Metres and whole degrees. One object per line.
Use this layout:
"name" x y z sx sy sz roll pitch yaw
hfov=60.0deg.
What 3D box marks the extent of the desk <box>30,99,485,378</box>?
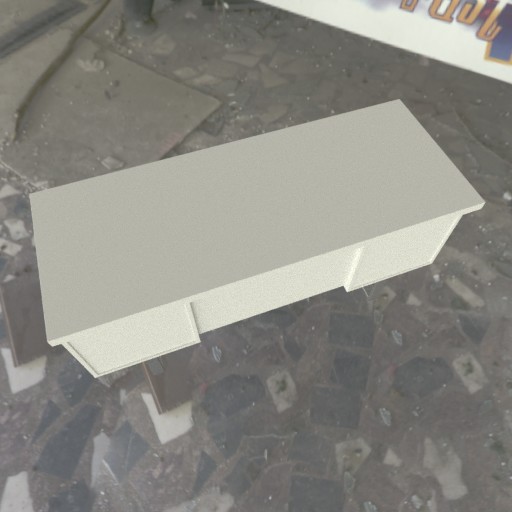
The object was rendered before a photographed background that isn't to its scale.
"desk" 0.000 0.000 1.918 1.530 0.773 0.603 -17 59 -11
